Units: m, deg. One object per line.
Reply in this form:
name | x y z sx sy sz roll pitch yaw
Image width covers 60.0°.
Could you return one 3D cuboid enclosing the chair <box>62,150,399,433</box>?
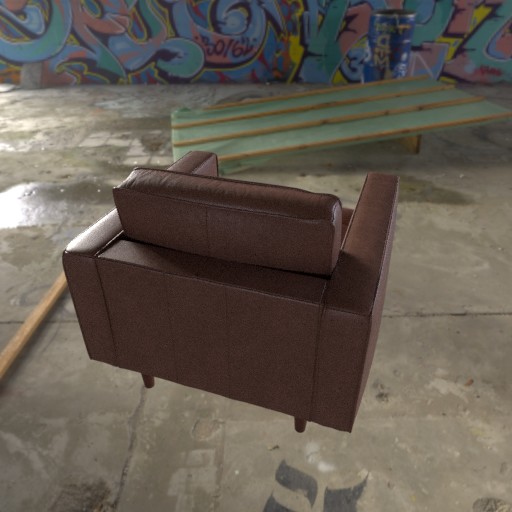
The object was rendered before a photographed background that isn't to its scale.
chair | 0.000 0.000 1.581 0.920 0.770 0.900 11 34 16
